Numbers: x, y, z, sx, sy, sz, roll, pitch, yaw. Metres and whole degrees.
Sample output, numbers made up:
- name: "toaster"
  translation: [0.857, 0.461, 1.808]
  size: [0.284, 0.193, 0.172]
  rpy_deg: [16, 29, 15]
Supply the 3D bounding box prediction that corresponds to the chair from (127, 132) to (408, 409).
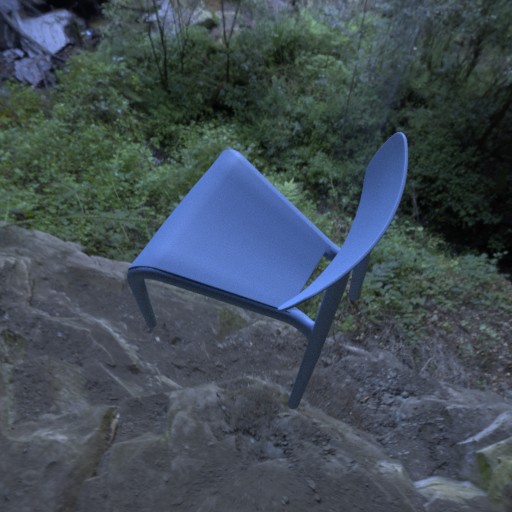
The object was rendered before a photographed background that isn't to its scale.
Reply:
- name: "chair"
  translation: [0.000, 0.000, 0.815]
  size: [0.401, 0.580, 0.356]
  rpy_deg: [29, 68, 13]
